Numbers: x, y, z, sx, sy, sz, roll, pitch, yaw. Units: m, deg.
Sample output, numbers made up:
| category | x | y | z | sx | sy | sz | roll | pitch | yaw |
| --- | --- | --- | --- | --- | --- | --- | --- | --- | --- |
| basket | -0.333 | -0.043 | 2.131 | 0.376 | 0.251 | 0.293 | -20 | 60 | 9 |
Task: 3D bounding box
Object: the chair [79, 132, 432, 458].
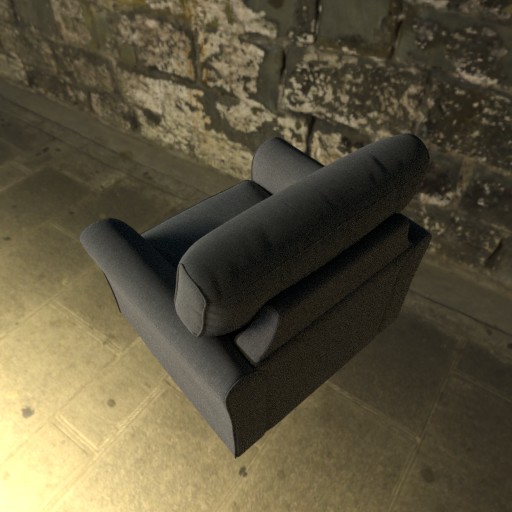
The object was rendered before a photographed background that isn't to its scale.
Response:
| category | x | y | z | sx | sy | sz | roll | pitch | yaw |
| --- | --- | --- | --- | --- | --- | --- | --- | --- | --- |
| chair | 0.000 | 0.000 | 1.600 | 0.941 | 0.890 | 0.816 | -32 | 54 | -27 |
